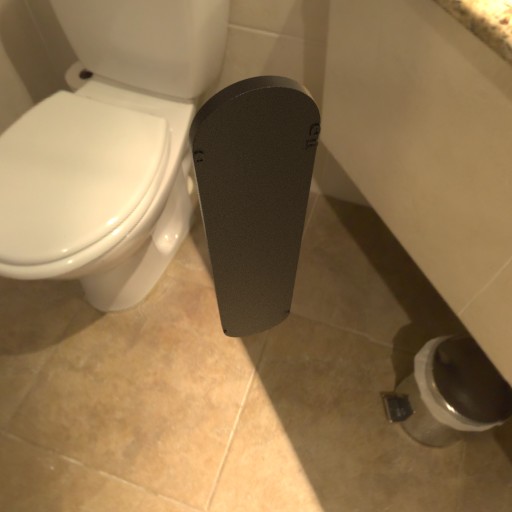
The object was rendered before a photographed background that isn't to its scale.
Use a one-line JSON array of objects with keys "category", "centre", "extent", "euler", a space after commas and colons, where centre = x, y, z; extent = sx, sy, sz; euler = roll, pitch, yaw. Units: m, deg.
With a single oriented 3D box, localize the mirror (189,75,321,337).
[{"category": "mirror", "centre": [0.000, 0.000, 1.077], "extent": [0.222, 0.991, 0.032], "euler": [-15, 60, -9]}]
